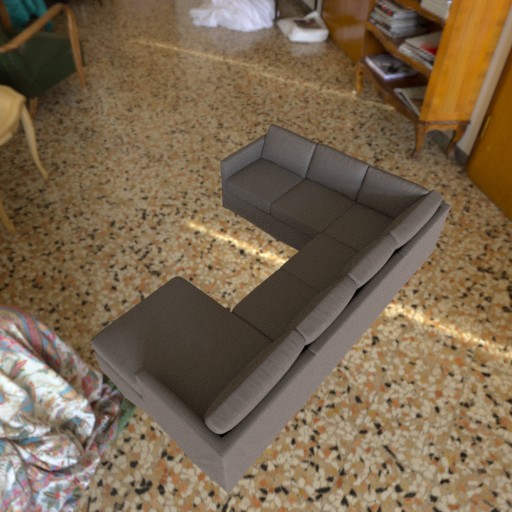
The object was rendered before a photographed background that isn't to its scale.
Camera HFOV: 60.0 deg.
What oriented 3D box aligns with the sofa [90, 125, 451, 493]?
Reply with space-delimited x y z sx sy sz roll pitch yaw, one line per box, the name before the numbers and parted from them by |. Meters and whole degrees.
sofa | 0.000 0.000 4.452 2.427 0.882 3.460 32 53 28
